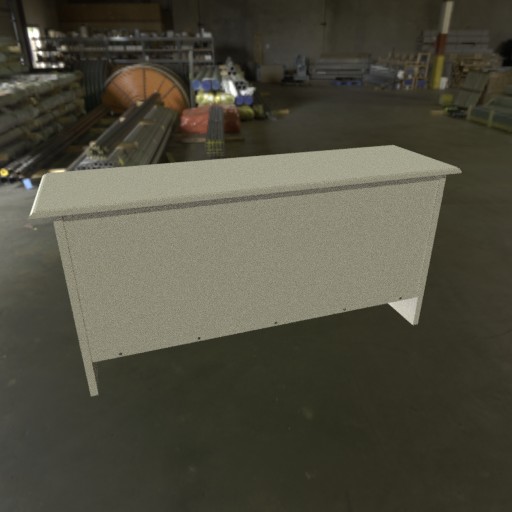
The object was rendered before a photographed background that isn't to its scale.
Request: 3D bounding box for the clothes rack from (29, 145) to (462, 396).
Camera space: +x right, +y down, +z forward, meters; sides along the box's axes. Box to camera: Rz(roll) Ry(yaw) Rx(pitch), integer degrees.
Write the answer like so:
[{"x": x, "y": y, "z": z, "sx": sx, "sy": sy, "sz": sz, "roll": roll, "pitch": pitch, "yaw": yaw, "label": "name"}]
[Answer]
[{"x": 0.000, "y": 0.000, "z": 1.341, "sx": 1.120, "sy": 0.531, "sz": 0.324, "roll": -9, "pitch": 27, "yaw": -17, "label": "clothes rack"}]
